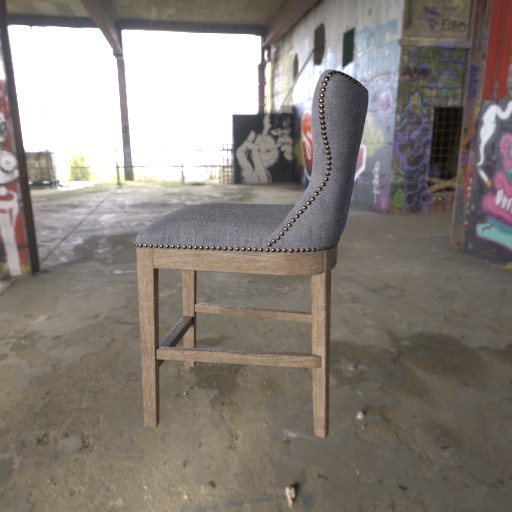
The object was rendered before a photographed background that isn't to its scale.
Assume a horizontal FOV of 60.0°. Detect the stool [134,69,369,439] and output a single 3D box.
[{"bbox_3d":[0.000,0.000,1.342,0.608,0.981,0.498,2,15,9],"label":"stool"}]
